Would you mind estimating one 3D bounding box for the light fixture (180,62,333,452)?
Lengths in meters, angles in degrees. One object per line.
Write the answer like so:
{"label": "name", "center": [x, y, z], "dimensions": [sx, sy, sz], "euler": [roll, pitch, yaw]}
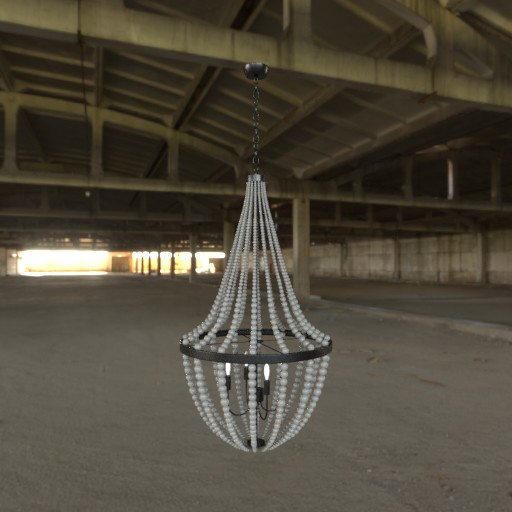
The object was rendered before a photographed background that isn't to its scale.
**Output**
{"label": "light fixture", "center": [0.000, 0.000, 1.329], "dimensions": [0.450, 1.133, 0.450], "euler": [0, -1, 0]}
